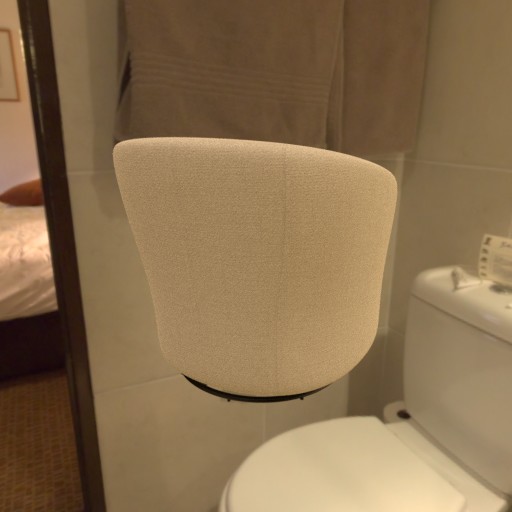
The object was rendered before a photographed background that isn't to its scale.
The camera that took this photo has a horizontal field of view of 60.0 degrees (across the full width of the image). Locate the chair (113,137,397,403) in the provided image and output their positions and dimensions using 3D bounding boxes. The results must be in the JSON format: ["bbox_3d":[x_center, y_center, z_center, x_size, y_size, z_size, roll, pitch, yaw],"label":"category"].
[{"bbox_3d":[0.000,0.000,1.454,0.791,0.771,0.815,9,19,26],"label":"chair"}]
